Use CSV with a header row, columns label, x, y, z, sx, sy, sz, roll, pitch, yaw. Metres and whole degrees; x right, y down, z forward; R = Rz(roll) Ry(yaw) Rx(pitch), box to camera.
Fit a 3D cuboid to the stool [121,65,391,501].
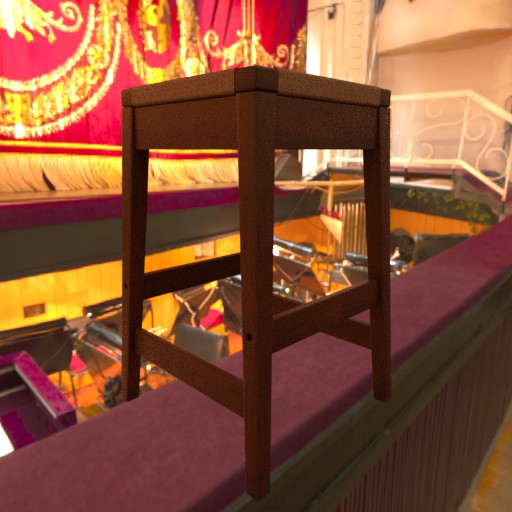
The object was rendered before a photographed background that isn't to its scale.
label,x,y,z,sx,sy,sz,roll,pitch,yaw
stool,0.000,0.000,1.072,0.507,0.762,0.497,13,19,43
